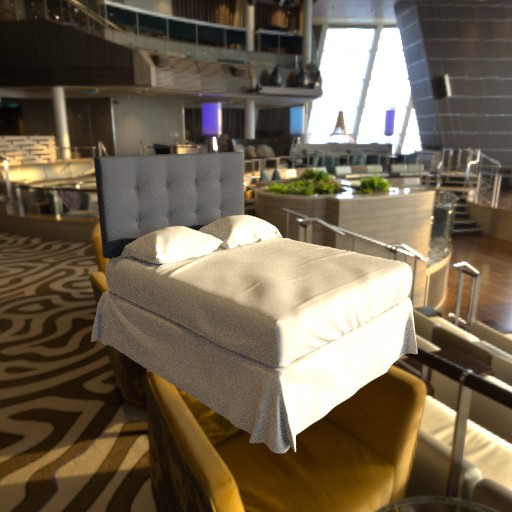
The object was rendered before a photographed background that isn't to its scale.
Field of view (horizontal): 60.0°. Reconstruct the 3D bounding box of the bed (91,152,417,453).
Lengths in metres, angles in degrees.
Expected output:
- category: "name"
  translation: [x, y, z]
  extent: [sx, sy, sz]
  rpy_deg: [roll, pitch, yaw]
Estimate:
- category: "bed"
  translation: [0.000, 0.000, 3.618]
  extent: [2.222, 1.577, 1.936]
  rpy_deg: [14, 21, 42]
